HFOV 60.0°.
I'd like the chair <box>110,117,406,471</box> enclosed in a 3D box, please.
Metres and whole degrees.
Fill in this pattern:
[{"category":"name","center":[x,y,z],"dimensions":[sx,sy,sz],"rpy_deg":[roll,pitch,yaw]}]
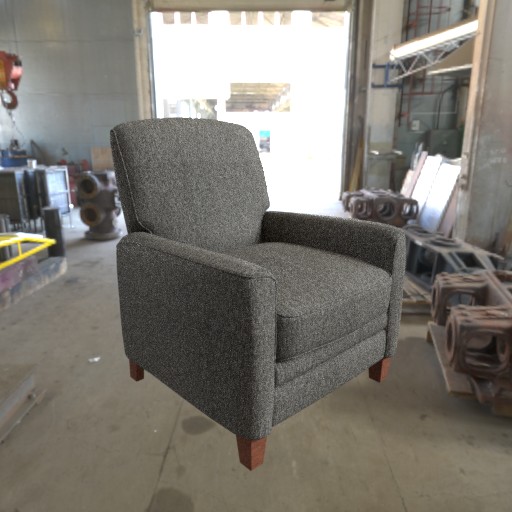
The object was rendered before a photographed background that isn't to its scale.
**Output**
[{"category":"chair","center":[0.000,0.000,1.662],"dimensions":[0.848,1.014,0.864],"rpy_deg":[-14,21,-42]}]
